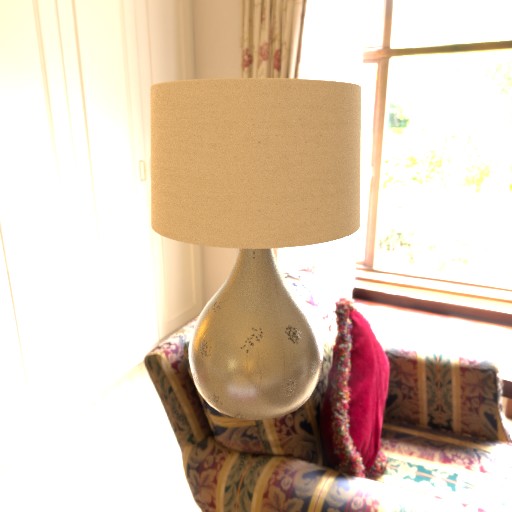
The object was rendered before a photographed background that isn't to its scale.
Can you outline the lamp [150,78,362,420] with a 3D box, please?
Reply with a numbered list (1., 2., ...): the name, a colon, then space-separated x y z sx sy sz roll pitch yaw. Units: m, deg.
1. lamp: 0.000 0.000 0.733 0.330 0.521 0.330 0 17 0
